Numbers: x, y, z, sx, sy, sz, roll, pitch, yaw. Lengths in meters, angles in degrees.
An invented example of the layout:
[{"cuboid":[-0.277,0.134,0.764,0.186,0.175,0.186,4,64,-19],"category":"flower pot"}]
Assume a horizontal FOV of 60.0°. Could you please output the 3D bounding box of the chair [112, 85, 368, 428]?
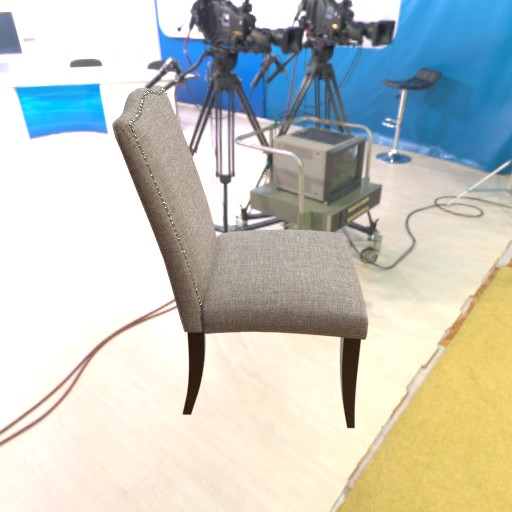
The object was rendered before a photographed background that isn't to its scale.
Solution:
[{"cuboid":[0.000,0.000,1.419,0.660,1.016,0.513,1,31,1],"category":"chair"}]
